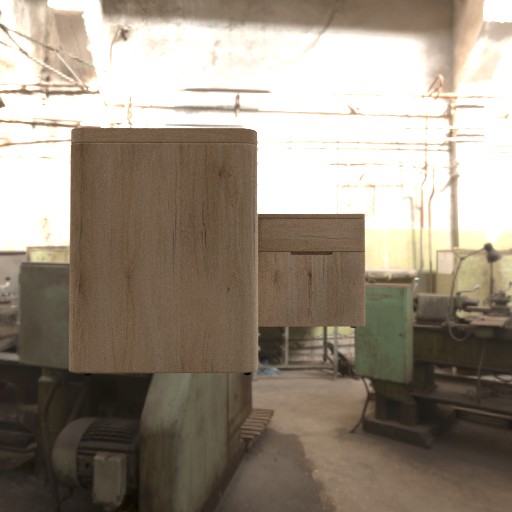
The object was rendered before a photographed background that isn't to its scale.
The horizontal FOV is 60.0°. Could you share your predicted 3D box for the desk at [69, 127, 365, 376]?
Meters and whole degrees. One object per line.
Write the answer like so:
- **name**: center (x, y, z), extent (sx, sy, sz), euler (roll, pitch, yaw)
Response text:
- **desk**: center (0.000, 0.000, 2.056), extent (1.175, 0.770, 1.400), euler (0, -1, -1)
